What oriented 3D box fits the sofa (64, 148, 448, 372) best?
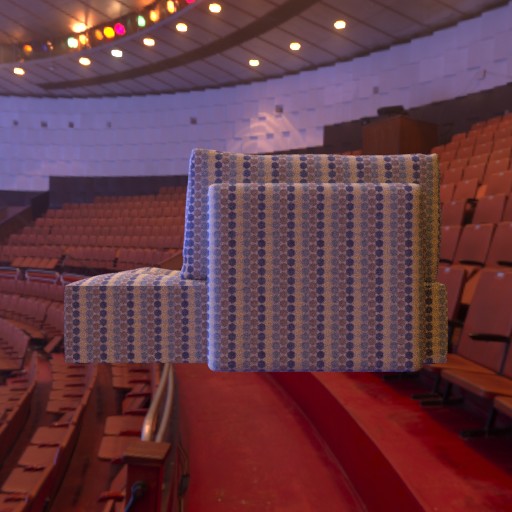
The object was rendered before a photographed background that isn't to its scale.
[{"bbox_3d":[0.000,0.000,2.036,1.450,0.820,1.000,0,0,0],"label":"sofa"}]
